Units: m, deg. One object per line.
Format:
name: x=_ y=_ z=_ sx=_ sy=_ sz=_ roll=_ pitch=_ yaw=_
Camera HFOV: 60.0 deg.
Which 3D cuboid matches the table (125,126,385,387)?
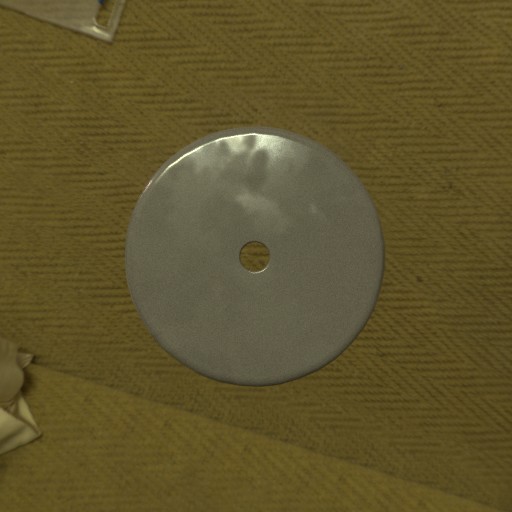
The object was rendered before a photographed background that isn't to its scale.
table: x=0.000 y=0.000 z=0.631 sx=0.325 sy=0.388 sz=0.325 roll=0 pitch=90 yaw=0
